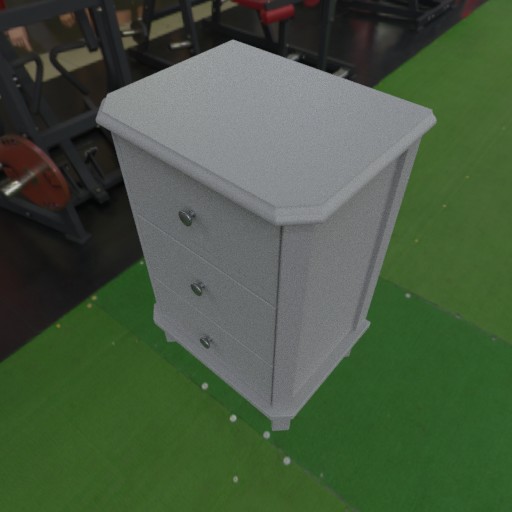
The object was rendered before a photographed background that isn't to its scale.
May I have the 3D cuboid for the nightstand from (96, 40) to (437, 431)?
[{"bbox_3d":[0.000,0.000,0.944,0.450,0.680,0.350,32,55,27],"label":"nightstand"}]
